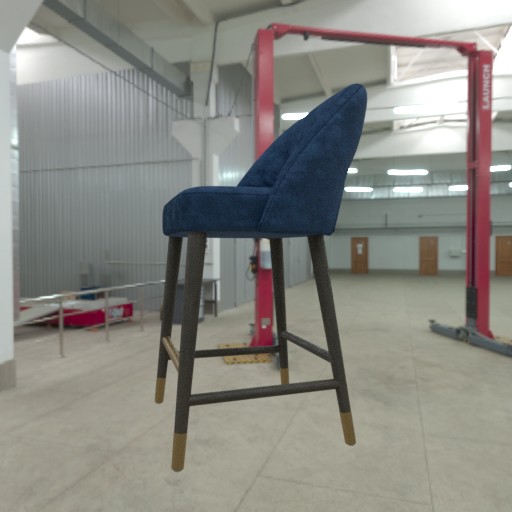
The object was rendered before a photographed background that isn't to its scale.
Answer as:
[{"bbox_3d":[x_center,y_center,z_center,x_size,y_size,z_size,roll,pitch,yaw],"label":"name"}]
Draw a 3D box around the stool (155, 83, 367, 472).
[{"bbox_3d":[0.000,0.000,1.243,0.524,0.925,0.536,0,1,-17],"label":"stool"}]
